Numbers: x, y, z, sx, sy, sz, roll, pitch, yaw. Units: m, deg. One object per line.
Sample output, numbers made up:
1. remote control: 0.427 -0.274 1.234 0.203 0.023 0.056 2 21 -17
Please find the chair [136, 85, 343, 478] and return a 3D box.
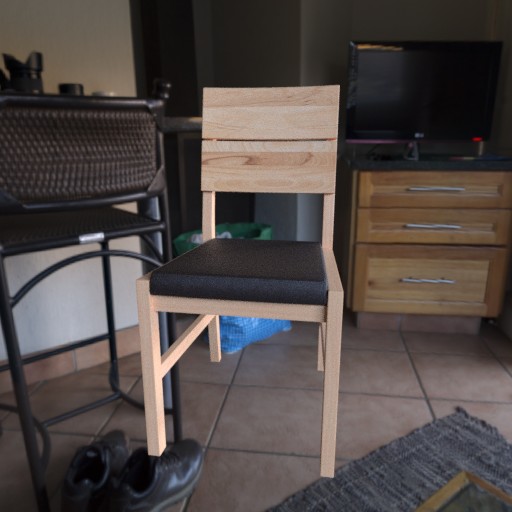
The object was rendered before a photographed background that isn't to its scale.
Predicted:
1. chair: 0.000 0.000 1.249 0.475 0.950 0.560 3 15 9
